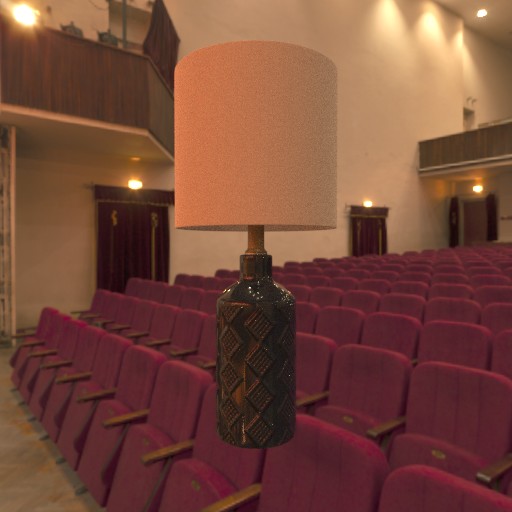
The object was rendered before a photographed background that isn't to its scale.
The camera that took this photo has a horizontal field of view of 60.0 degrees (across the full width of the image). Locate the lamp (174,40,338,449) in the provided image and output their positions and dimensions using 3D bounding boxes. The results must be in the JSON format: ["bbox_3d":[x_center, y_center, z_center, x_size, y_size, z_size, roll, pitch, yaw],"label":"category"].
[{"bbox_3d":[0.000,0.000,0.576,0.207,0.461,0.207,-1,1,-37],"label":"lamp"}]
